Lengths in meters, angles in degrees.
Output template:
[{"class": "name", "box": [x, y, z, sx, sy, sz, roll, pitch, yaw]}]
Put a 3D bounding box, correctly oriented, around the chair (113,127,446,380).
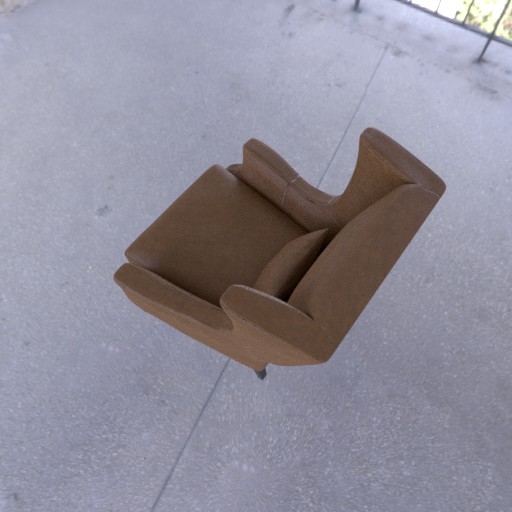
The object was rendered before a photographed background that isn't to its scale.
[{"class": "chair", "box": [0.000, 0.000, 1.734, 0.925, 1.016, 0.852, 34, 67, 16]}]
